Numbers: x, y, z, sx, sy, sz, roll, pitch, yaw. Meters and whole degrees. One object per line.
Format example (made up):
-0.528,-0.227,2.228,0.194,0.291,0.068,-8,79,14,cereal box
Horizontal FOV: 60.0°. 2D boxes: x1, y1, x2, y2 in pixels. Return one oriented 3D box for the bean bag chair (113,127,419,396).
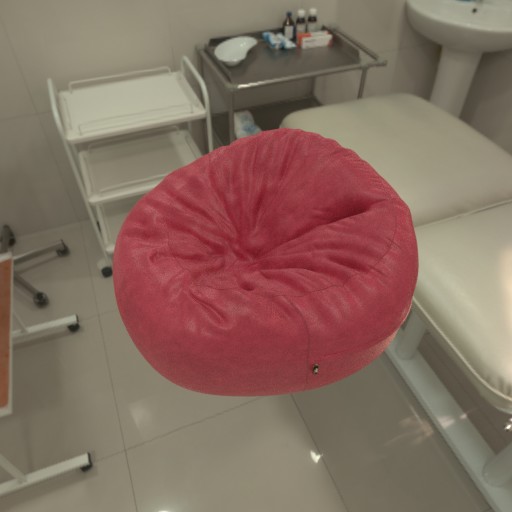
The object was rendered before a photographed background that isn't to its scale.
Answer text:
0.000,0.000,2.413,1.524,0.878,1.524,-17,49,-15,bean bag chair
